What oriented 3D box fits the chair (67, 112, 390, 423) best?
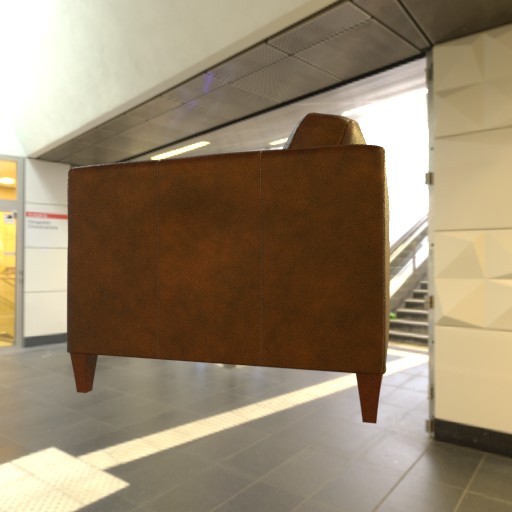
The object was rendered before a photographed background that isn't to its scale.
[{"bbox_3d":[0.000,0.000,1.700,0.975,0.864,0.990,0,-1,17],"label":"chair"}]
